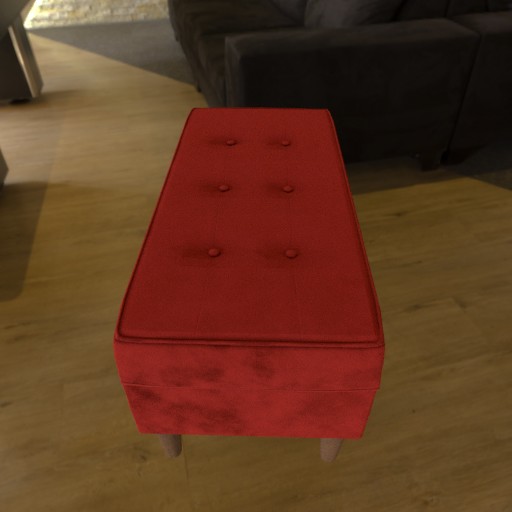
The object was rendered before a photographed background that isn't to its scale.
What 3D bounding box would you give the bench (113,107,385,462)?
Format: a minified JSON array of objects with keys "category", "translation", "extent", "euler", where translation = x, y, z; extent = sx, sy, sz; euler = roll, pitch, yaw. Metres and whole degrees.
[{"category":"bench","translation":[0.000,0.000,1.268],"extent":[0.492,0.471,1.016],"euler":[1,41,1]}]
